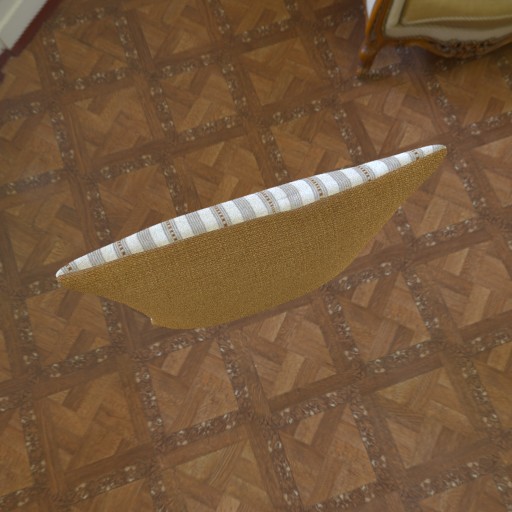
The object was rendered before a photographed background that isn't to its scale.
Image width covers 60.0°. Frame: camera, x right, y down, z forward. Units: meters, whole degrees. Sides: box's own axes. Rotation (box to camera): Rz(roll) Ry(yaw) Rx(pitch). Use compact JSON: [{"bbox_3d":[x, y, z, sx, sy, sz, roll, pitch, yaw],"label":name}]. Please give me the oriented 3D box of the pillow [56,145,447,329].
[{"bbox_3d":[0.000,0.000,0.666,0.432,0.437,0.147,-20,77,-5],"label":"pillow"}]
